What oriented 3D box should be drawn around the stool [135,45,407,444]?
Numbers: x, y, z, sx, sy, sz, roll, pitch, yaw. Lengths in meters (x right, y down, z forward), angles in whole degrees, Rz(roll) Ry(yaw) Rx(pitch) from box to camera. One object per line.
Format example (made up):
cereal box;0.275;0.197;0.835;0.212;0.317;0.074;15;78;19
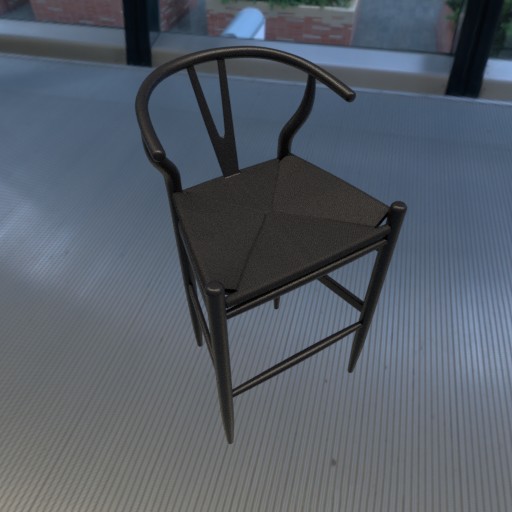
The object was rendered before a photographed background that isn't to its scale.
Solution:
stool;0.000;0.000;1.392;0.569;1.072;0.579;-23;50;-21
